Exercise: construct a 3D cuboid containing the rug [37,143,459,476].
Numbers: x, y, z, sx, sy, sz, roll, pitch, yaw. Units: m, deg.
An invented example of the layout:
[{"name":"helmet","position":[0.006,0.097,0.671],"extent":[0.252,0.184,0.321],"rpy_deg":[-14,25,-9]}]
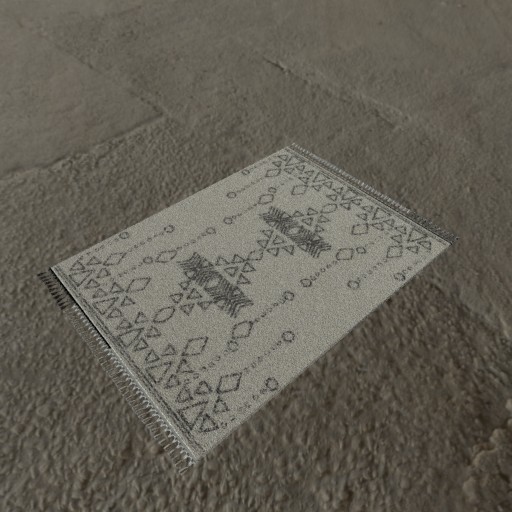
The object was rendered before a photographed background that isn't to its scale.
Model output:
[{"name":"rug","position":[0.000,0.000,2.929],"extent":[2.312,0.013,1.600],"rpy_deg":[-33,54,-27]}]
